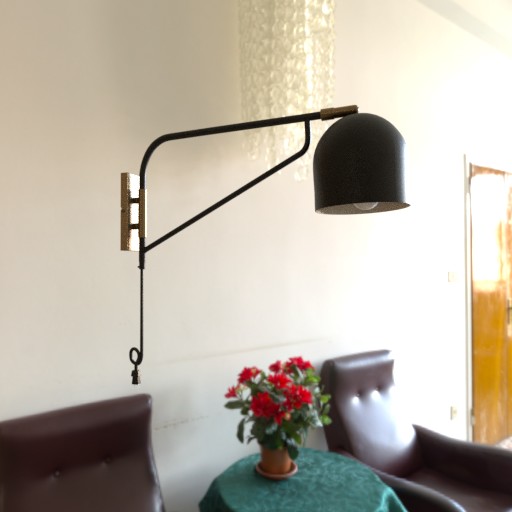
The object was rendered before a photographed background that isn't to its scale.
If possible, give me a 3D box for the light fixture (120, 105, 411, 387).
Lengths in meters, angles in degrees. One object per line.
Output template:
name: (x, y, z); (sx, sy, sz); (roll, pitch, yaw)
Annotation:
light fixture: (0.000, 0.000, 1.090); (0.720, 0.696, 0.215); (0, -1, 17)
